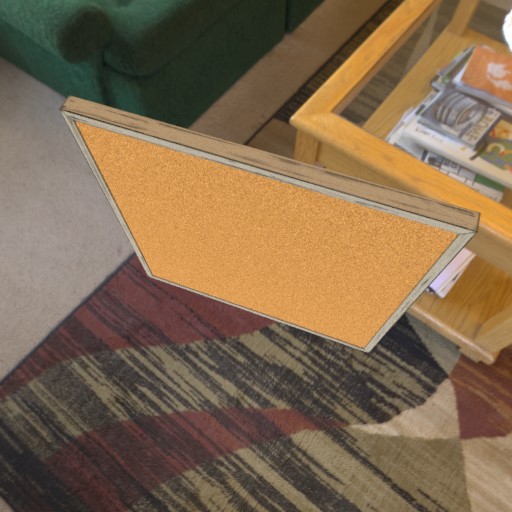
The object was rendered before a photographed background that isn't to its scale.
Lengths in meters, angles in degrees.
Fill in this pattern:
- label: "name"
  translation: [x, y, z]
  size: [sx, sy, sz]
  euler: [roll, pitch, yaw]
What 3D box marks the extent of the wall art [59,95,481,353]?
- label: "wall art"
  translation: [0.000, 0.000, 1.107]
  size: [0.761, 0.761, 0.037]
  euler: [18, 65, 9]
